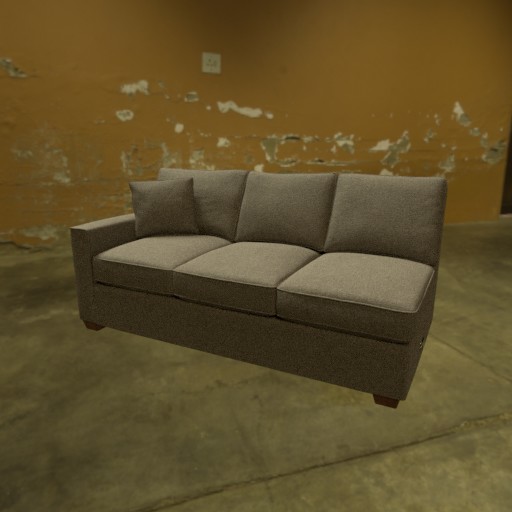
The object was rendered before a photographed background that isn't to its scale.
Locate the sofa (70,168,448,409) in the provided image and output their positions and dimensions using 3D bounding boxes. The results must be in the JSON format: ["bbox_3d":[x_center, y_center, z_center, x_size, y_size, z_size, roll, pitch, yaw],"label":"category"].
[{"bbox_3d":[0.000,0.000,2.604,1.963,0.946,1.034,7,16,26],"label":"sofa"}]
